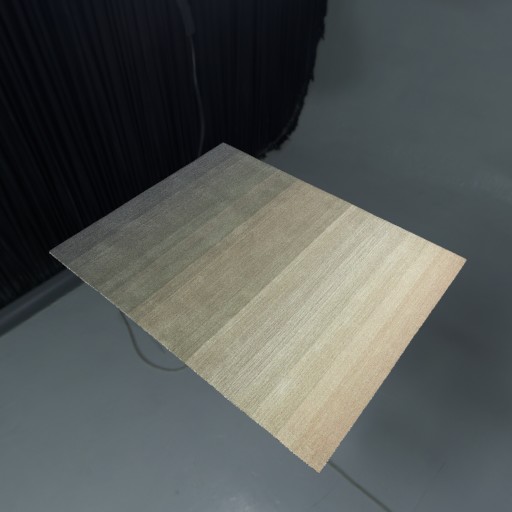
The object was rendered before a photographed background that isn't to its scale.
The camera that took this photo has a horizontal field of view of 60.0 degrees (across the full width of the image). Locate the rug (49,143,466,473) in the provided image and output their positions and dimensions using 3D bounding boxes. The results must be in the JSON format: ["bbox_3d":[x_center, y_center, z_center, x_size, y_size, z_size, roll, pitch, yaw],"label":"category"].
[{"bbox_3d":[0.000,0.000,3.952,2.932,0.015,2.315,31,54,26],"label":"rug"}]
